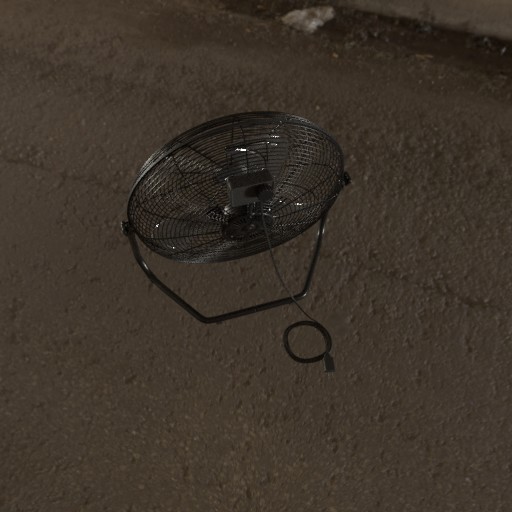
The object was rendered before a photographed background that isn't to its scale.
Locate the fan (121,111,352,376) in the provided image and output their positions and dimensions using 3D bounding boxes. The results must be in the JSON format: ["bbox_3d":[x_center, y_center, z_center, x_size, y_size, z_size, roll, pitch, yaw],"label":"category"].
[{"bbox_3d":[0.000,0.000,1.023,0.595,0.605,0.470,-14,58,-9],"label":"fan"}]
